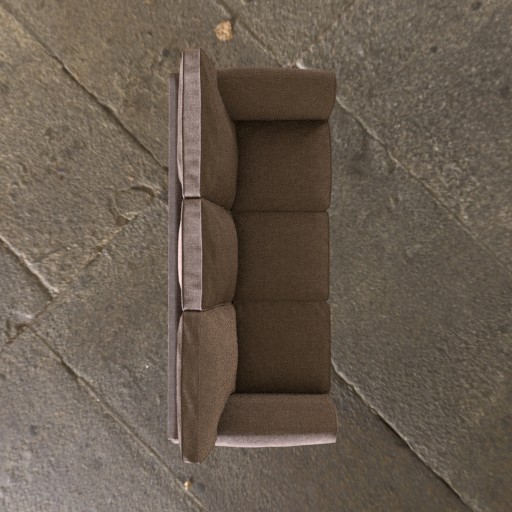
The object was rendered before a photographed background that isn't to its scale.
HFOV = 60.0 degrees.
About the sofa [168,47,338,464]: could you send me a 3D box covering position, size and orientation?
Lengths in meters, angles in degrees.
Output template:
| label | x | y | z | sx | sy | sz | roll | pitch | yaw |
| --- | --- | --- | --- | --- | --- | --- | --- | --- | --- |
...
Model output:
| label | x | y | z | sx | sy | sz | roll | pitch | yaw |
| --- | --- | --- | --- | --- | --- | --- | --- | --- | --- |
| sofa | 0.000 | 0.000 | 2.594 | 0.916 | 0.961 | 2.084 | 0 | 89 | 0 |
